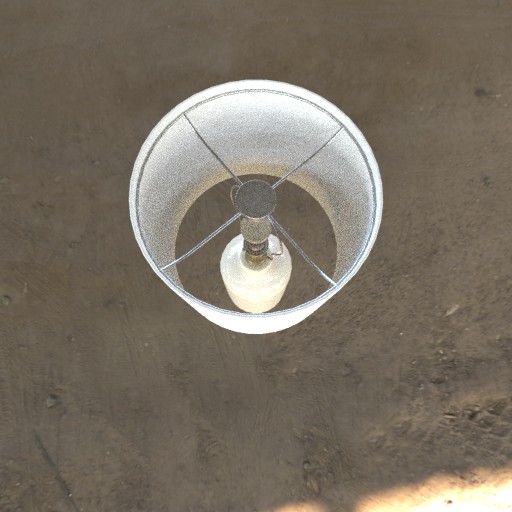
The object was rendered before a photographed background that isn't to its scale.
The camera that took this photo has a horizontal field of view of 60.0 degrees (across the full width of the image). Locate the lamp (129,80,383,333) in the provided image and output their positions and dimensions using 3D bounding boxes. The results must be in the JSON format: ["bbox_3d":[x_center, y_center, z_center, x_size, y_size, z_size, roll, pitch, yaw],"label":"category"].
[{"bbox_3d":[0.000,0.000,0.584,0.207,0.461,0.207,-39,80,-8],"label":"lamp"}]
